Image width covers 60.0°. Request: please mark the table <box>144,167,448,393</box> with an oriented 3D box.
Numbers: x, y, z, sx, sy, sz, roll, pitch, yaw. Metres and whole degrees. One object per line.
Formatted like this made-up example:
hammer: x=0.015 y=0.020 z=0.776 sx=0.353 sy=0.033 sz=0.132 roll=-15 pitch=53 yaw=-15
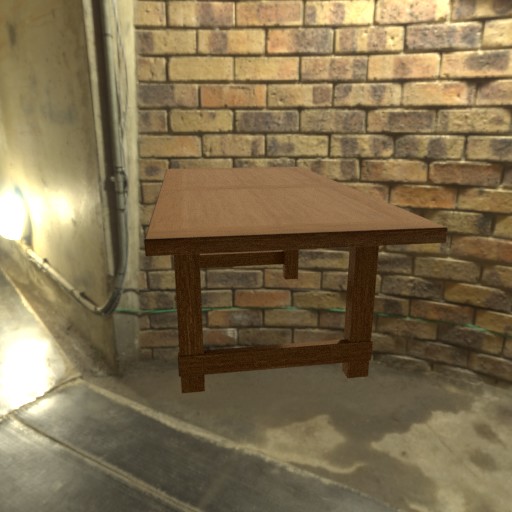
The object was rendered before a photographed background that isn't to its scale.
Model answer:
table: x=0.000 y=0.000 z=2.464 sx=1.000 sy=0.762 sz=1.982 roll=-3 pitch=17 yaw=-9
